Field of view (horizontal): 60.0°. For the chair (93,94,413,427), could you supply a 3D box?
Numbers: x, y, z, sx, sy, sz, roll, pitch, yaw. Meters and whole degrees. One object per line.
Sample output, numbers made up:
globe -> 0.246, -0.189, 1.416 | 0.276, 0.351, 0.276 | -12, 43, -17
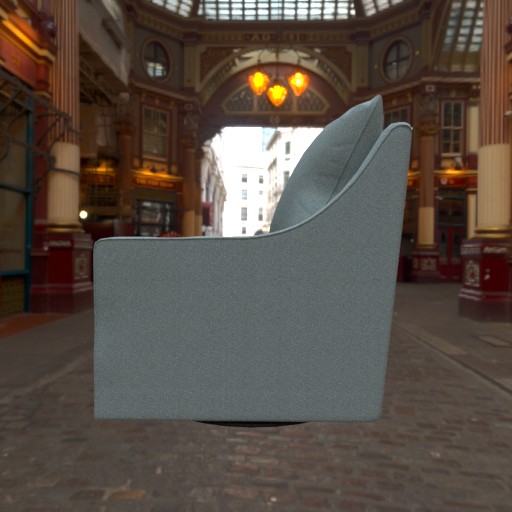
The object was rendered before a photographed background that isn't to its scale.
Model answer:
chair -> 0.000, 0.000, 1.550 | 0.870, 0.926, 0.760 | 0, 1, 1
